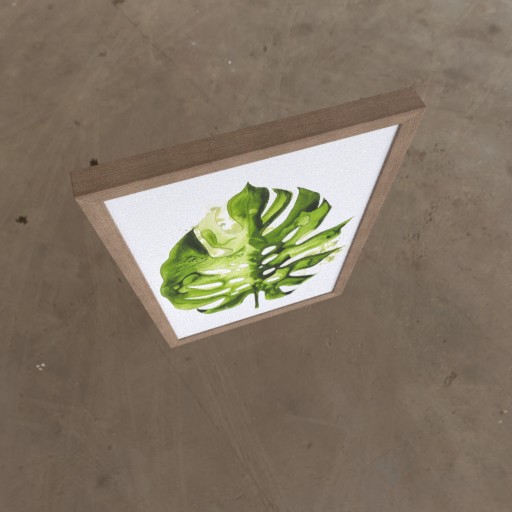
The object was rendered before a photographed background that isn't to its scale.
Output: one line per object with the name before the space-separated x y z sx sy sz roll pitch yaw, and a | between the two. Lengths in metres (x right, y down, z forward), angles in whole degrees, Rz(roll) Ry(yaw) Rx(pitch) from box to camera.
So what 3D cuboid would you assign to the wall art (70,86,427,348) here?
wall art | 0.000 0.000 0.658 0.356 0.509 0.031 -16 64 -8
